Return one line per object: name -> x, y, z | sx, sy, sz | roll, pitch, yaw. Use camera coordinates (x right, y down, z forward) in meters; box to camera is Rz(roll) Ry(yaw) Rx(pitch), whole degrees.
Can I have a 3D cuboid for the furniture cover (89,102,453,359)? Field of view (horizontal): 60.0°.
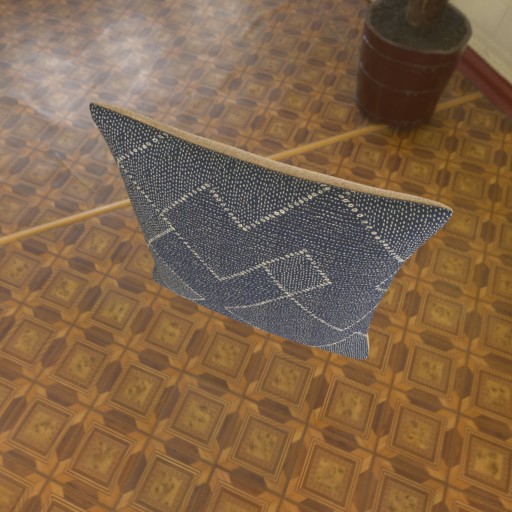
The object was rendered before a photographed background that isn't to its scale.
furniture cover -> 0.000, 0.000, 0.780 | 0.511, 0.503, 0.162 | 19, 60, 11
